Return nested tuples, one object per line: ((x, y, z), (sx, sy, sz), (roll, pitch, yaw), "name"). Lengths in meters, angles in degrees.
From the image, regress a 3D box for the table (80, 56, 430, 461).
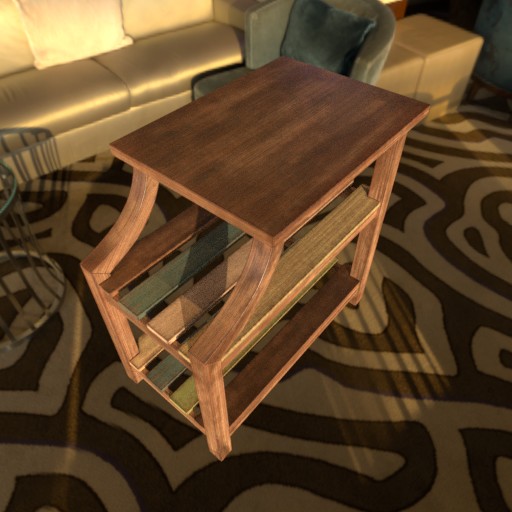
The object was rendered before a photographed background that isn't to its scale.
((0.000, 0.000, 0.970), (0.356, 0.584, 0.609), (31, 54, 27), "table")
